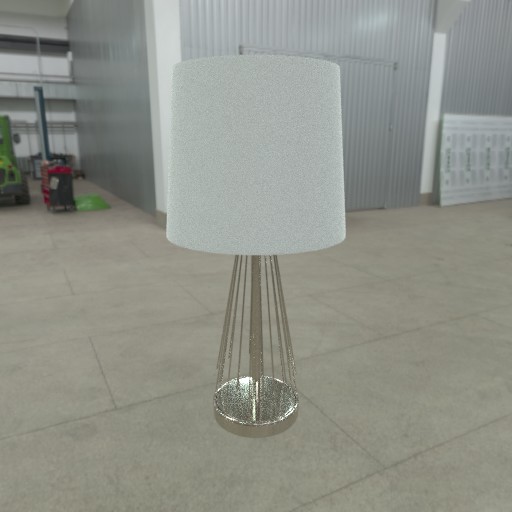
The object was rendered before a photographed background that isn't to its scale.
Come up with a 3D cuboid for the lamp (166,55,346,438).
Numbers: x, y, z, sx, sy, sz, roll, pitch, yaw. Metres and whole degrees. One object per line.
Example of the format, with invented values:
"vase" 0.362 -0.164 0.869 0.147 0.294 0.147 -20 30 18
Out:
"lamp" 0.000 0.000 0.775 0.303 0.618 0.303 0 15 0
